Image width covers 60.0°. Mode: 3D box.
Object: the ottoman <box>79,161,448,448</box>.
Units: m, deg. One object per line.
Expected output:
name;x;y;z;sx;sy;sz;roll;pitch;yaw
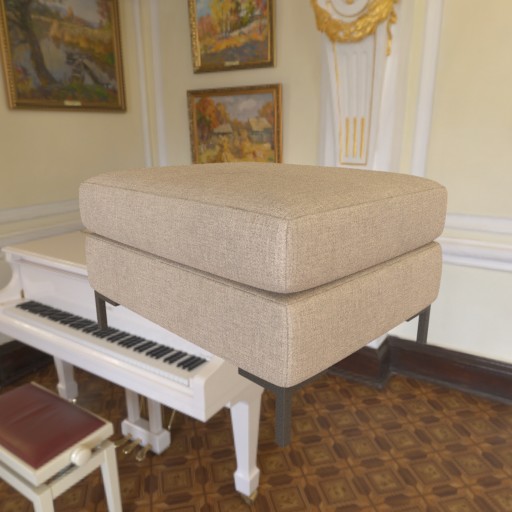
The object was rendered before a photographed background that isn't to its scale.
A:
ottoman;0.000;0.000;1.251;0.820;0.490;0.671;15;22;43
